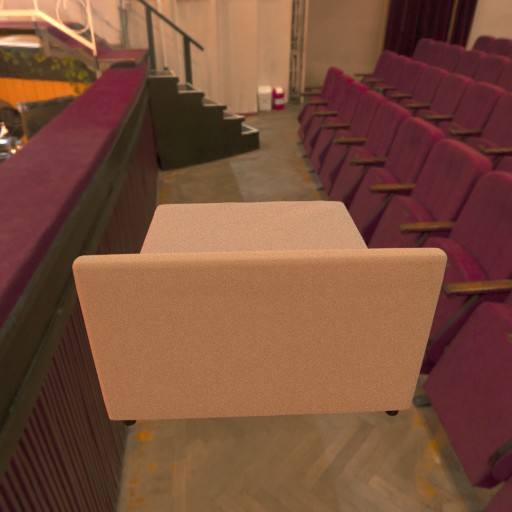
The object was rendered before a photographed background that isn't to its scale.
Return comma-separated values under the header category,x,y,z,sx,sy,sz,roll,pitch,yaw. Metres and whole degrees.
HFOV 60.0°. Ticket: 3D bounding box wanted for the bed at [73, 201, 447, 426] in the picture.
category,x,y,z,sx,sy,sz,roll,pitch,yaw
bed,0.000,0.000,3.686,2.119,1.317,2.341,-1,30,-2
